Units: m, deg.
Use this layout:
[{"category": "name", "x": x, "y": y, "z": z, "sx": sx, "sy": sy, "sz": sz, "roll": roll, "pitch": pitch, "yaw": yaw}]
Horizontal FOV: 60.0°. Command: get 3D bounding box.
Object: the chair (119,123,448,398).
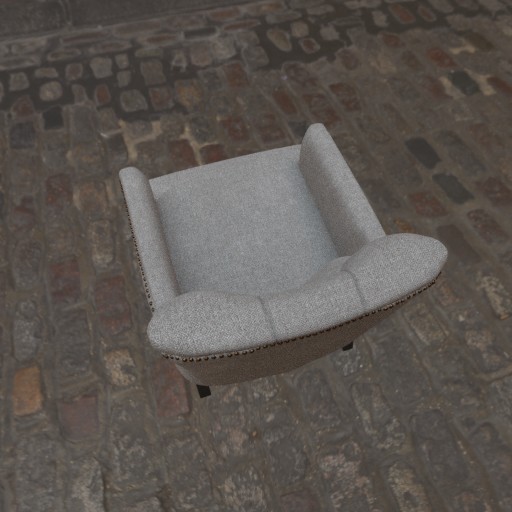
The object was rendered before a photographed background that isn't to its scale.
[{"category": "chair", "x": 0.000, "y": 0.000, "z": 1.488, "sx": 0.737, "sy": 0.823, "sz": 0.902, "roll": -16, "pitch": 59, "yaw": -10}]
